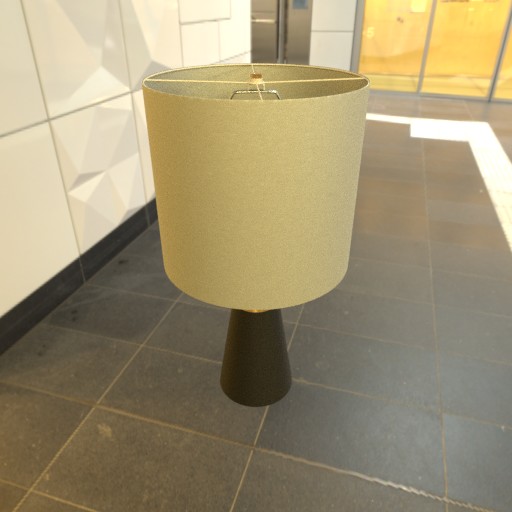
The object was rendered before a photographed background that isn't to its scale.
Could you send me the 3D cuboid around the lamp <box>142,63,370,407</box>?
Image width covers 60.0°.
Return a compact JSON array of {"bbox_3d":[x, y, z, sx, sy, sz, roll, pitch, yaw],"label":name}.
[{"bbox_3d":[0.000,0.000,0.754,0.308,0.580,0.308,-1,30,-2],"label":"lamp"}]
